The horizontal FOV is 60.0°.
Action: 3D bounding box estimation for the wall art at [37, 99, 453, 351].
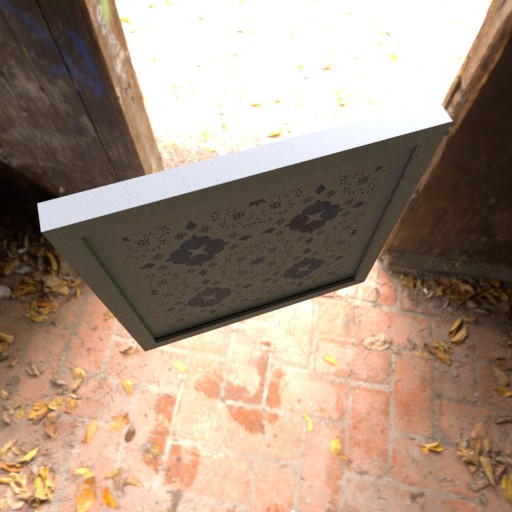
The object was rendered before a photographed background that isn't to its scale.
[{"bbox_3d":[0.000,0.000,0.528,0.355,0.355,0.027,-17,64,-8],"label":"wall art"}]
